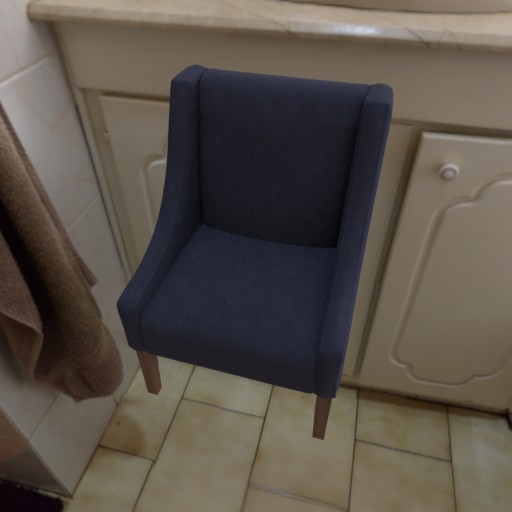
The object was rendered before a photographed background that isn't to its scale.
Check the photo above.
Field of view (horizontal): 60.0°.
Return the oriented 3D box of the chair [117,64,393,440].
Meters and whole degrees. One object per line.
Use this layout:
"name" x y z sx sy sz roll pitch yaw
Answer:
"chair" 0.000 0.000 1.347 0.629 0.895 0.629 11 43 12
